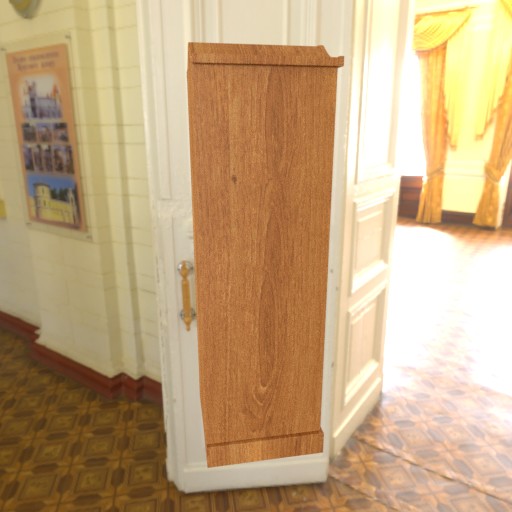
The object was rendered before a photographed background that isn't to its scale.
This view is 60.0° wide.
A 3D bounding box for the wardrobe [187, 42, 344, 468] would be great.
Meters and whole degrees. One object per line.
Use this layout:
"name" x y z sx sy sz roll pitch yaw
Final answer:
"wardrobe" 0.000 0.000 2.141 0.570 1.870 0.590 -3 17 -10
